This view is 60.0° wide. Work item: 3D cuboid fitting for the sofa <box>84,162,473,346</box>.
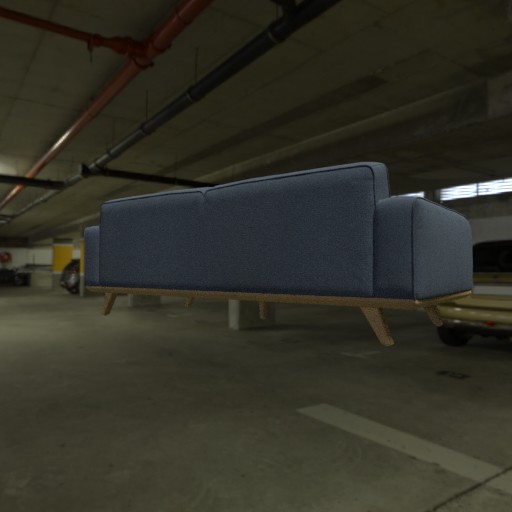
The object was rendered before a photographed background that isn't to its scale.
[{"bbox_3d":[0.000,0.000,2.709,2.270,0.782,0.953,-1,-2,37],"label":"sofa"}]
